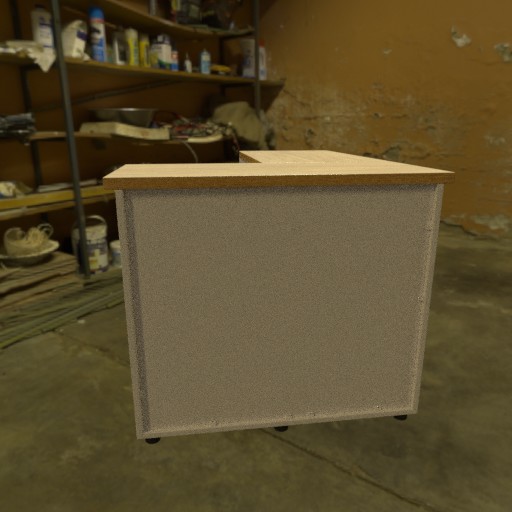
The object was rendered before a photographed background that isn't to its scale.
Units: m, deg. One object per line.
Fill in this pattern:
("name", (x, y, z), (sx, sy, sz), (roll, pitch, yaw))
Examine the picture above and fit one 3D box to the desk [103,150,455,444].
("desk", (0.000, 0.000, 1.773), (0.900, 0.760, 1.170), (-2, 16, -8))
